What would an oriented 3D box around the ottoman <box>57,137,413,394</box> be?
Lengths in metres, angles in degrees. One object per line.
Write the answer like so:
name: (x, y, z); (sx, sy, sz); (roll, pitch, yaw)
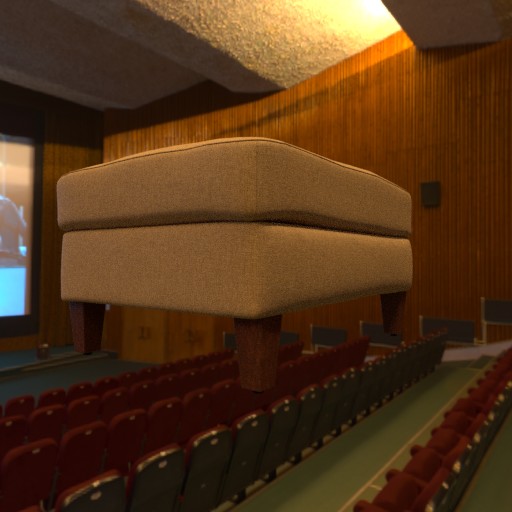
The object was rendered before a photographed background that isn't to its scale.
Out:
ottoman: (0.000, 0.000, 1.307); (0.677, 0.519, 0.898); (0, 0, 36)
